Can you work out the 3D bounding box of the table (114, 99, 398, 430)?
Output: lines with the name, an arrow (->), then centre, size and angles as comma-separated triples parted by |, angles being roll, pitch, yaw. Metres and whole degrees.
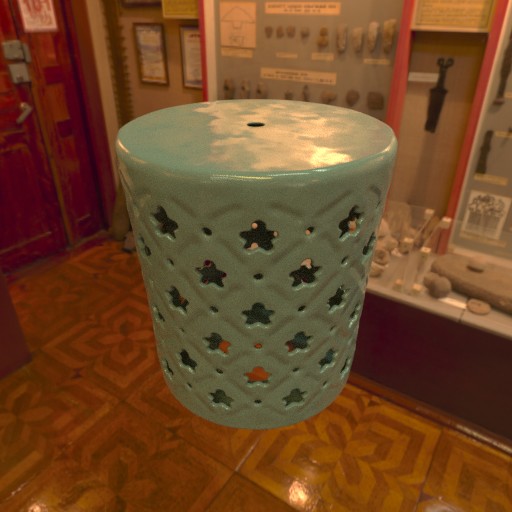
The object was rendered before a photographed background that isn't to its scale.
table -> 0.000, 0.000, 0.658 | 0.352, 0.387, 0.352 | 0, 31, 0
